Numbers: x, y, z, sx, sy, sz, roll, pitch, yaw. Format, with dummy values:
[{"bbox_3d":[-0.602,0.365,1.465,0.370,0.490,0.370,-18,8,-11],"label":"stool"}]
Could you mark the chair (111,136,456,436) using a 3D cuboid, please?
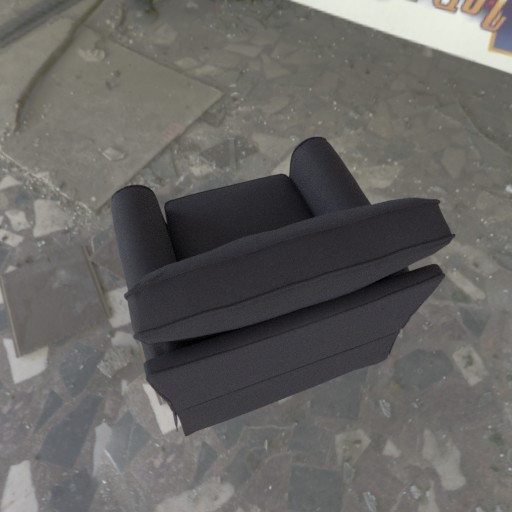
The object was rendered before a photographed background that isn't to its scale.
[{"bbox_3d":[0.000,0.000,1.932,1.119,1.140,1.002,-17,60,-10],"label":"chair"}]
